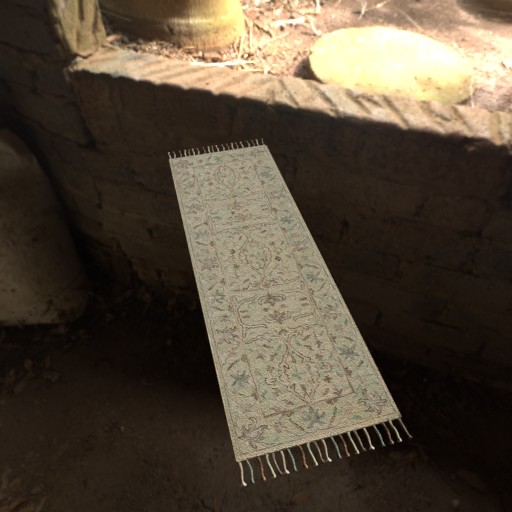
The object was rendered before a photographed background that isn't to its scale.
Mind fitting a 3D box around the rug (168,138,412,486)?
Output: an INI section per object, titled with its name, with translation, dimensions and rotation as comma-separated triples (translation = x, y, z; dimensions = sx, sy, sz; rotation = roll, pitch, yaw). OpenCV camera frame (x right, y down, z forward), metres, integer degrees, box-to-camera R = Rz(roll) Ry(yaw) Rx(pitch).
[rug]
translation = 0.000, 0.000, 2.661
dimensions = 0.769, 0.013, 2.440
rotation = -11, 48, -10
